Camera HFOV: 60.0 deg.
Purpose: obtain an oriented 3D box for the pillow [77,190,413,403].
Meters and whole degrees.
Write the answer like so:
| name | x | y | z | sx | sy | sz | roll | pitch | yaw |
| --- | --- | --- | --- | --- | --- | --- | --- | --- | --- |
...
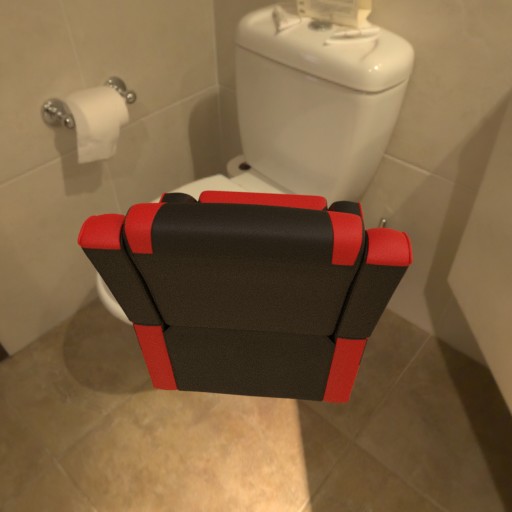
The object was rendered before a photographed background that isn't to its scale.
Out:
| name | x | y | z | sx | sy | sz | roll | pitch | yaw |
| --- | --- | --- | --- | --- | --- | --- | --- | --- | --- |
| pillow | 0.000 | 0.000 | 1.278 | 0.620 | 0.805 | 0.672 | 3 | 46 | 3 |
